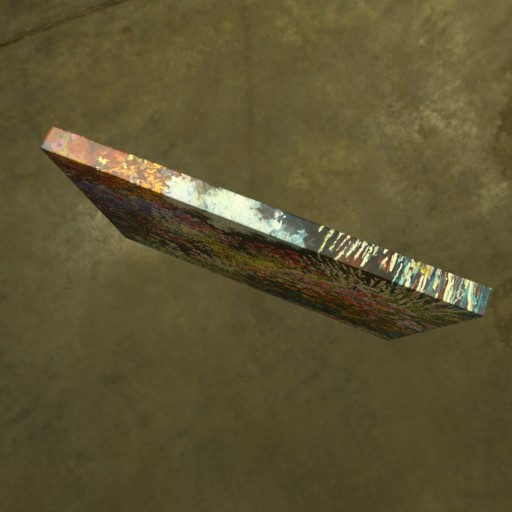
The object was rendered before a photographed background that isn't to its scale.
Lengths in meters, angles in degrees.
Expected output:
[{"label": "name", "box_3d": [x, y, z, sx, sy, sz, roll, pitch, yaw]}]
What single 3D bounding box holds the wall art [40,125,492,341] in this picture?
[{"label": "wall art", "box_3d": [0.000, 0.000, 0.766, 0.610, 0.406, 0.037, 21, 76, 5]}]
